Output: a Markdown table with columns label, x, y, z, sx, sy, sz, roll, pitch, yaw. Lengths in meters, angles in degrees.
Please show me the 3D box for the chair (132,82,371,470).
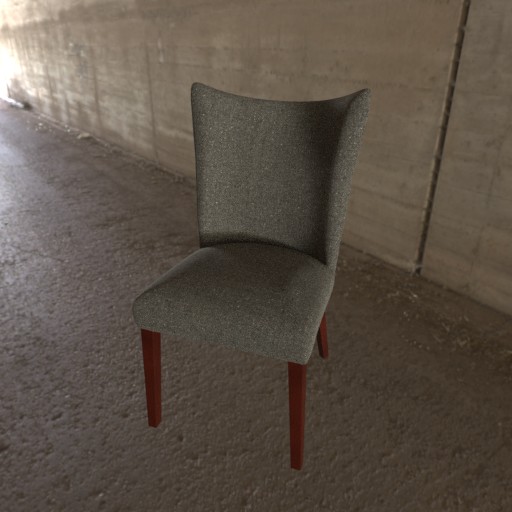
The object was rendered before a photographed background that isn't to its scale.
| label | x | y | z | sx | sy | sz | roll | pitch | yaw |
| --- | --- | --- | --- | --- | --- | --- | --- | --- | --- |
| chair | 0.000 | 0.000 | 1.316 | 0.535 | 0.924 | 0.623 | 9 | 27 | 17 |
